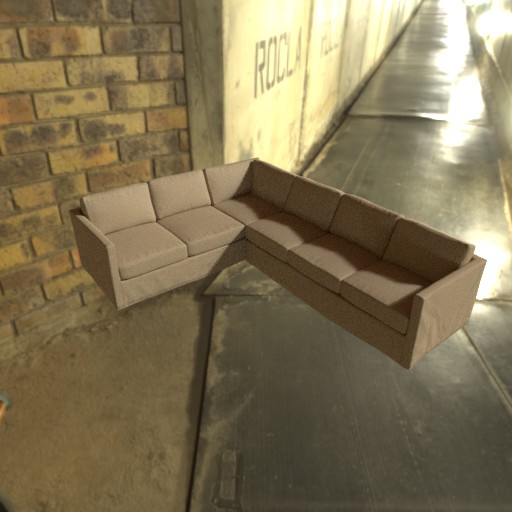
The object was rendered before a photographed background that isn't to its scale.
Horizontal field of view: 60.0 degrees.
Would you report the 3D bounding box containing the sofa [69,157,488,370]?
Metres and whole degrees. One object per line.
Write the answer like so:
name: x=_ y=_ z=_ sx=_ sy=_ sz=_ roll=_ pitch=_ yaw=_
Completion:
sofa: x=0.000 y=0.000 z=4.230 sx=2.432 sy=0.871 sz=3.182 roll=-21 pitch=36 yaw=-32
